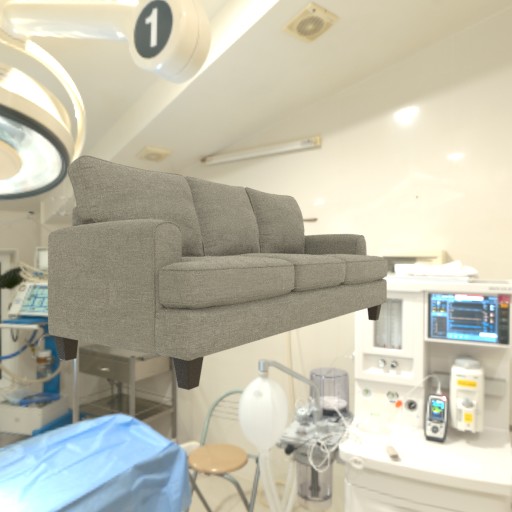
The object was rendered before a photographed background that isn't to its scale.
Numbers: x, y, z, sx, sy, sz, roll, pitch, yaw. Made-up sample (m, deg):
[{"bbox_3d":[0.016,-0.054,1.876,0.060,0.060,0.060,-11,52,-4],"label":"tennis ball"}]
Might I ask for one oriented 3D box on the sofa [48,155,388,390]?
[{"bbox_3d":[0.000,0.000,2.696,0.951,0.965,2.158,1,1,35],"label":"sofa"}]
